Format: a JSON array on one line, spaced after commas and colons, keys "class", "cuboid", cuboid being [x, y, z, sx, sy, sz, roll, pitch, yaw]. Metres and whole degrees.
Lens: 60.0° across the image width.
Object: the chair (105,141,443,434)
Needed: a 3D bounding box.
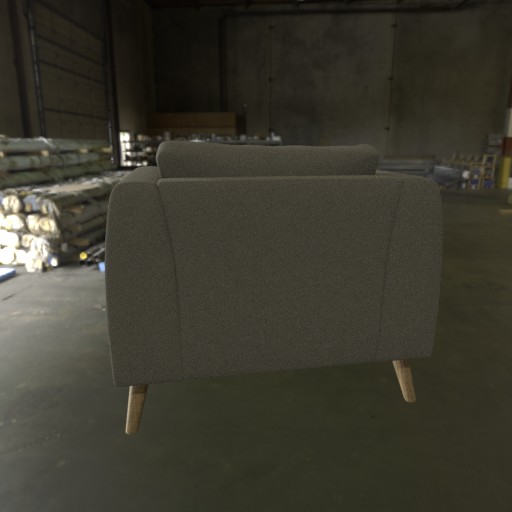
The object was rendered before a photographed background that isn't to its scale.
[{"class": "chair", "cuboid": [0.000, 0.000, 1.712, 1.000, 0.860, 0.930, -3, 15, -10]}]
